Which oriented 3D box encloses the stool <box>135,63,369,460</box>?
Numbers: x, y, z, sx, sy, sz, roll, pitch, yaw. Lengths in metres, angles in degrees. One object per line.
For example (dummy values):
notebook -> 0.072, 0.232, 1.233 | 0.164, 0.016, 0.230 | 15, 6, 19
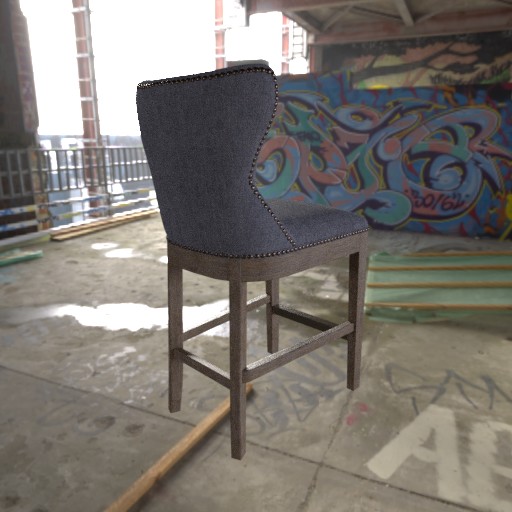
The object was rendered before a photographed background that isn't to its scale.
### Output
stool -> 0.000, 0.000, 1.324 | 0.498, 0.981, 0.608 | 14, 21, 43
